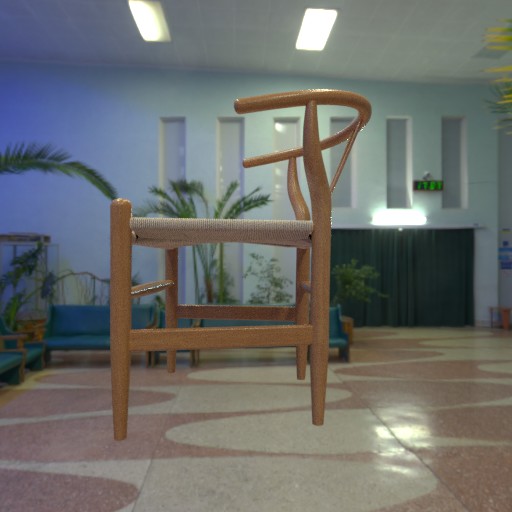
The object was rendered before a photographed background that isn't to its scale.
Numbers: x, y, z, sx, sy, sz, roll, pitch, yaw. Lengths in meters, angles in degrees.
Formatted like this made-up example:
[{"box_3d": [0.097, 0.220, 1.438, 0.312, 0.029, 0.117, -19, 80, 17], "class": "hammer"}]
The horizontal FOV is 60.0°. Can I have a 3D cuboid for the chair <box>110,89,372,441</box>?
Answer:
[{"box_3d": [0.000, 0.000, 1.146, 0.579, 0.730, 0.569, 0, -1, 0], "class": "chair"}]
